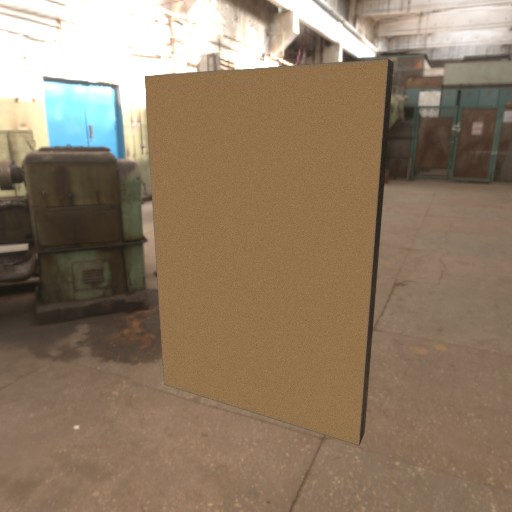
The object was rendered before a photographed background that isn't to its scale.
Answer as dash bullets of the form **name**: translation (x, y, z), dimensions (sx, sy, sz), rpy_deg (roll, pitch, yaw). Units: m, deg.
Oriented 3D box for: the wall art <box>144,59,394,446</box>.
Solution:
- **wall art**: translation (0.000, 0.000, 0.586), dimensions (0.313, 0.457, 0.031), rpy_deg (8, 18, 26)
